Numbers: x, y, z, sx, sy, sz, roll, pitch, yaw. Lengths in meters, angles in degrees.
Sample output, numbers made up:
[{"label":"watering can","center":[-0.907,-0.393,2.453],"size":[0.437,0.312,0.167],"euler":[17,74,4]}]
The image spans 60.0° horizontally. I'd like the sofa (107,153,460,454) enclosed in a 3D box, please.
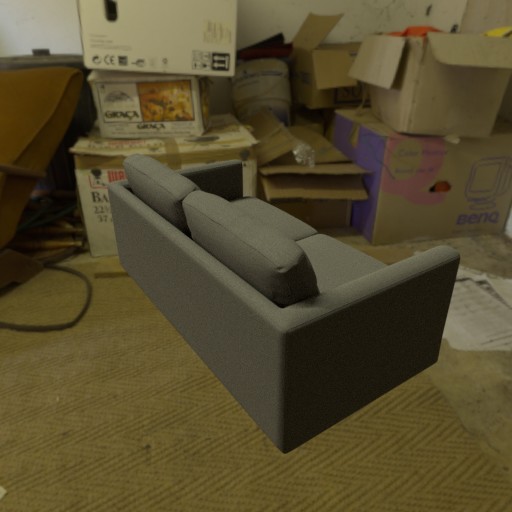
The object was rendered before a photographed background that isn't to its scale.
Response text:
[{"label":"sofa","center":[0.000,0.000,2.273],"size":[0.940,0.866,1.713],"euler":[-18,33,-30]}]
